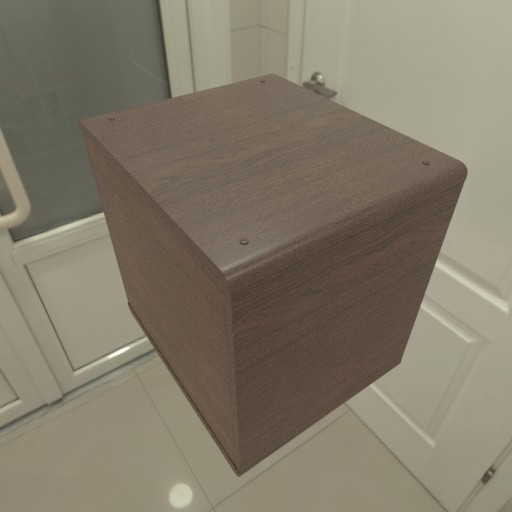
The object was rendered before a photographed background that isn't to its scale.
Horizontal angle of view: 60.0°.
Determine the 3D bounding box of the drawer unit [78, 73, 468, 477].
[{"bbox_3d":[0.000,0.000,0.603,0.290,0.344,0.344,-24,46,-26],"label":"drawer unit"}]
